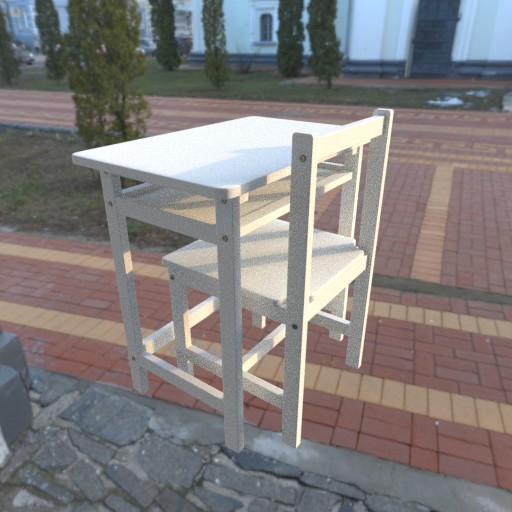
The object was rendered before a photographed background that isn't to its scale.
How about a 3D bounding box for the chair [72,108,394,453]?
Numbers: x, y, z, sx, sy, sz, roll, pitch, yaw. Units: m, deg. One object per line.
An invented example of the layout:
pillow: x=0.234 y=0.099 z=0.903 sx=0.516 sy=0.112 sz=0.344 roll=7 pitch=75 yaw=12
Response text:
chair: x=0.000 y=0.000 z=1.065 sx=0.461 sy=0.673 sz=0.599 roll=18 pitch=31 yaw=32
